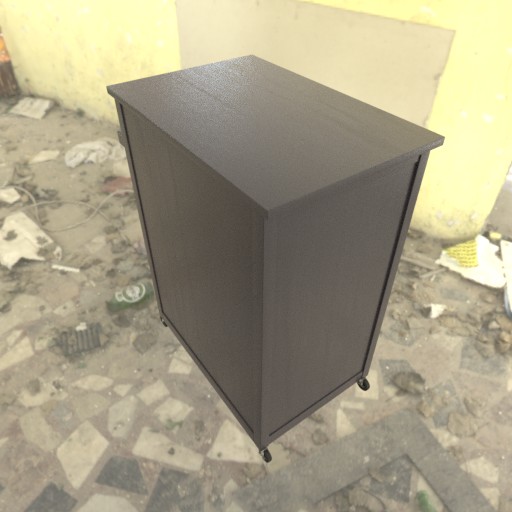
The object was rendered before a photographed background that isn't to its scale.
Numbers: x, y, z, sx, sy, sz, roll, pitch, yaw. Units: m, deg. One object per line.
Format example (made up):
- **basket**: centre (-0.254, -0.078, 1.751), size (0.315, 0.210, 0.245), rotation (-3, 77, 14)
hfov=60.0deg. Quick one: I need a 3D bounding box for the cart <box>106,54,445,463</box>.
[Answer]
- **cart**: centre (0.000, 0.000, 1.273), size (0.449, 0.878, 0.690), rotation (-25, 46, -26)
